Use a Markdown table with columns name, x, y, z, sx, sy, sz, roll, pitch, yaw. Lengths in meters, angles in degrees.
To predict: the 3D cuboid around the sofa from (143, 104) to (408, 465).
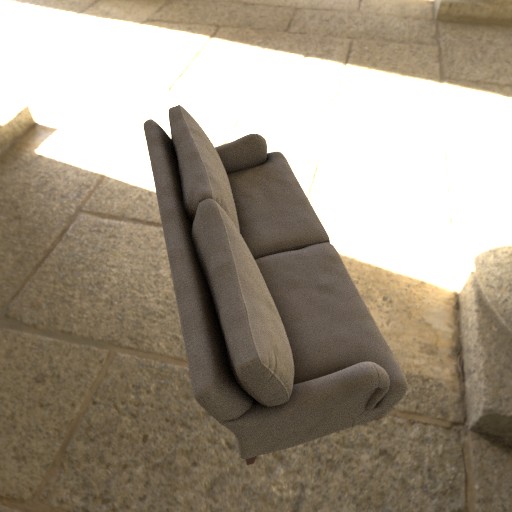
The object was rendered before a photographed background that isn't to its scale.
| name | x | y | z | sx | sy | sz | roll | pitch | yaw |
| --- | --- | --- | --- | --- | --- | --- | --- | --- | --- |
| sofa | 0.000 | 0.000 | 2.813 | 1.069 | 1.096 | 2.193 | -11 | 48 | -10 |
